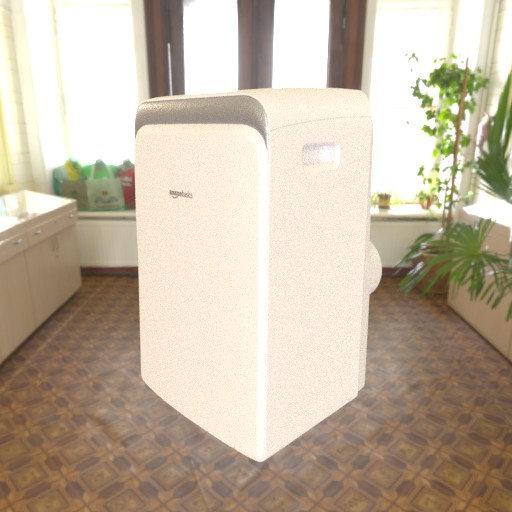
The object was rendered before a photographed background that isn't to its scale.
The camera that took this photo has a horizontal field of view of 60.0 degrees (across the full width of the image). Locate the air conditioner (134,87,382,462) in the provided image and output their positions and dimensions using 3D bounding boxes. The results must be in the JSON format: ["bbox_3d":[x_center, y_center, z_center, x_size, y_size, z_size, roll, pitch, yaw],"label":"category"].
[{"bbox_3d":[0.000,0.000,1.085,0.478,0.765,0.467,15,22,42],"label":"air conditioner"}]
